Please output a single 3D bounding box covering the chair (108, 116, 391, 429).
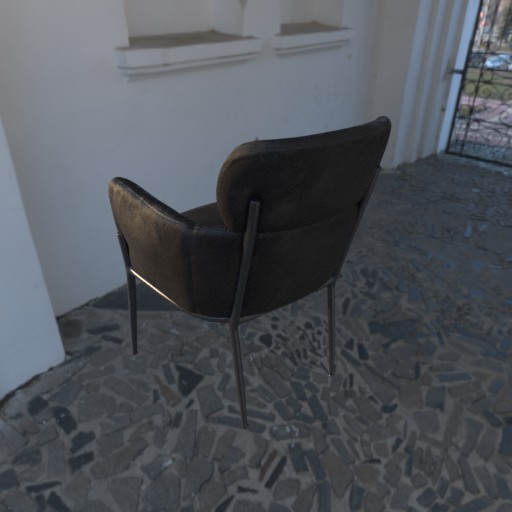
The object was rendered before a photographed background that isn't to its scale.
[{"bbox_3d":[0.000,0.000,1.245,0.640,0.818,0.604,-20,35,-30],"label":"chair"}]
